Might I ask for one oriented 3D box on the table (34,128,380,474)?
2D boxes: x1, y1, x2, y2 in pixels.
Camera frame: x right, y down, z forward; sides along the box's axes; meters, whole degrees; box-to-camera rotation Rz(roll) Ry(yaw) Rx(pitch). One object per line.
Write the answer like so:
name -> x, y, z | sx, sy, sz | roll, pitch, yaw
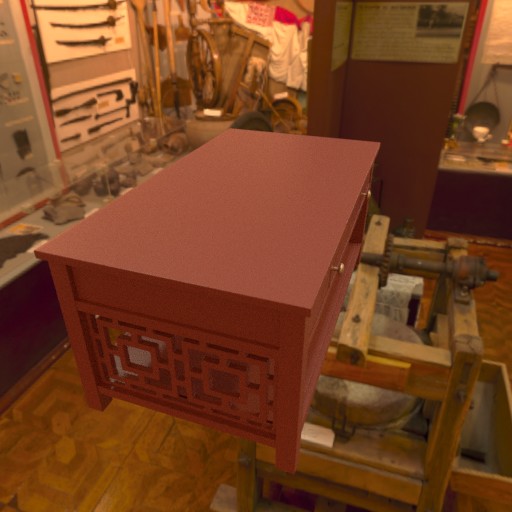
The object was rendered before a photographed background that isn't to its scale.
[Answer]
table -> 0.000, 0.000, 1.402 | 0.612, 0.493, 1.068 | 10, 32, 17
